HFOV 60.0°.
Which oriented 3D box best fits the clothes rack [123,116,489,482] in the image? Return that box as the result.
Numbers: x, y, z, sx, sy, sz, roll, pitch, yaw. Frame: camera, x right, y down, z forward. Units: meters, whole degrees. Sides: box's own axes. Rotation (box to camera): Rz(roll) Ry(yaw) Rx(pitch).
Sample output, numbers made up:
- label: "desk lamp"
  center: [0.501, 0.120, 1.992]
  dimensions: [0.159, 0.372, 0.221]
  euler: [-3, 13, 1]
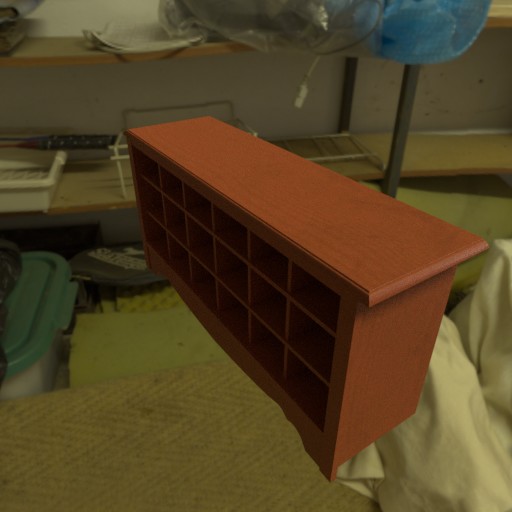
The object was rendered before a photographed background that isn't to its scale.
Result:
- label: "clothes rack"
  center: [0.000, 0.000, 1.453]
  dimensions: [0.362, 0.594, 1.251]
  euler: [-19, 37, -28]
